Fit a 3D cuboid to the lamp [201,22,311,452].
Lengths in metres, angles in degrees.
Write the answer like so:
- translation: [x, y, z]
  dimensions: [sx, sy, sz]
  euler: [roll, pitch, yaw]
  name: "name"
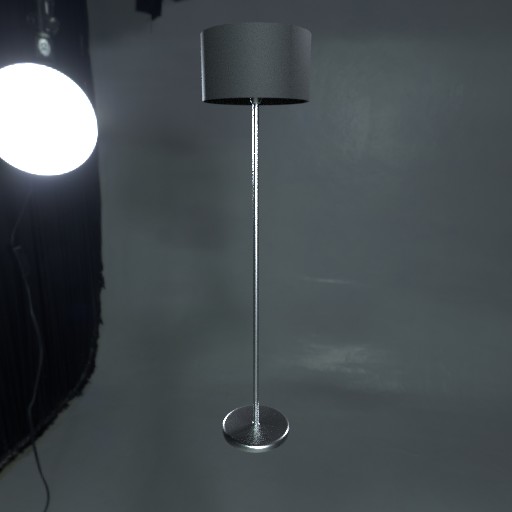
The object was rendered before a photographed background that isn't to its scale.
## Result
- translation: [0.000, 0.000, 1.590]
  dimensions: [0.348, 1.443, 0.348]
  euler: [2, 15, 8]
  name: "lamp"
